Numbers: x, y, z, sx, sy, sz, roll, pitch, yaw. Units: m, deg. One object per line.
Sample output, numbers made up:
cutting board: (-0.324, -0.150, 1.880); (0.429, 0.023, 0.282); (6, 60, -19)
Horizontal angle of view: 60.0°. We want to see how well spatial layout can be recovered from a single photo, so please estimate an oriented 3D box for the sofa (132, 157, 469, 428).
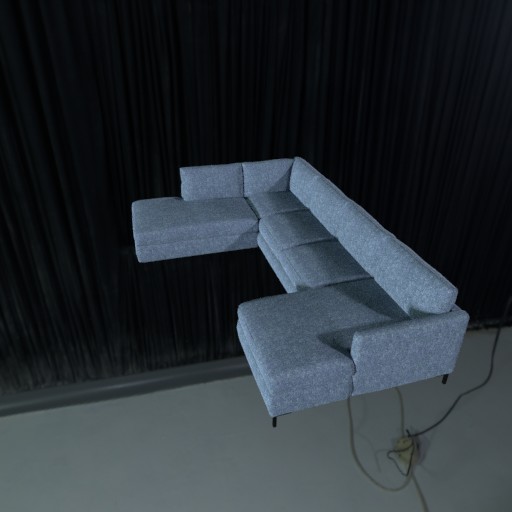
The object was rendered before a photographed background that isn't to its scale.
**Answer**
sofa: (0.000, 0.000, 3.594); (1.879, 0.756, 2.737); (-8, 31, -14)
